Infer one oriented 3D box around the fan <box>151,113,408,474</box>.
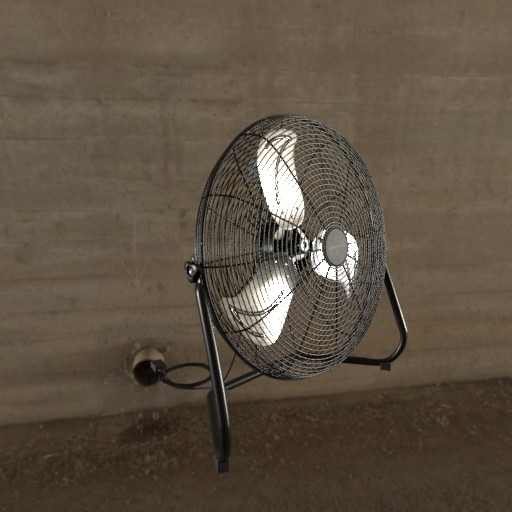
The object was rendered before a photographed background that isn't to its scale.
[{"bbox_3d":[0.000,0.000,1.012,0.595,0.605,0.470,-11,16,-43],"label":"fan"}]
